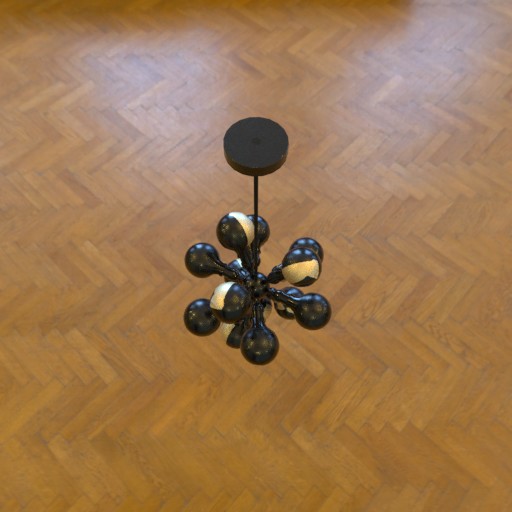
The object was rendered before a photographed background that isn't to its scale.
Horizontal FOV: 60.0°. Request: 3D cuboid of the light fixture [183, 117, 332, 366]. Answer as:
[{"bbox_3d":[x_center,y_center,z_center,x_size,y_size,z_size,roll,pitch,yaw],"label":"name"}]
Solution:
[{"bbox_3d":[0.000,0.000,1.127,0.420,0.859,0.468,-3,63,-1],"label":"light fixture"}]
